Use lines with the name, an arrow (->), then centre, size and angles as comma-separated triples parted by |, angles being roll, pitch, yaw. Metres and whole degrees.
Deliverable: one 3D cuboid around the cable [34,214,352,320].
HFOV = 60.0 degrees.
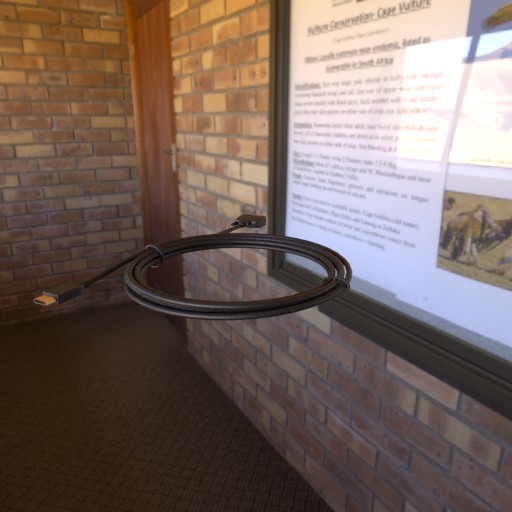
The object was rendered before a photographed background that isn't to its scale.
cable -> 0.000, 0.000, 0.520 | 0.257, 0.030, 0.422 | 9, 19, 26
